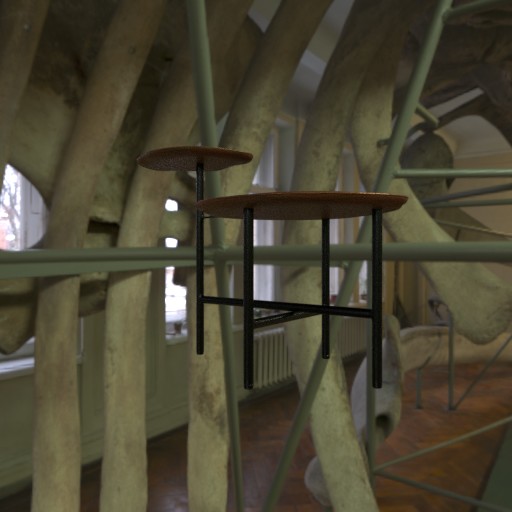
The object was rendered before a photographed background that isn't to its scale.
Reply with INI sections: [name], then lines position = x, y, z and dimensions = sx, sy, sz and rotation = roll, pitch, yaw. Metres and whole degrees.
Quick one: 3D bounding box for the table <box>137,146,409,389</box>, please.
[table]
position = 0.000, 0.000, 1.099
dimensions = 0.759, 0.538, 0.442
rotation = 0, 0, 38
